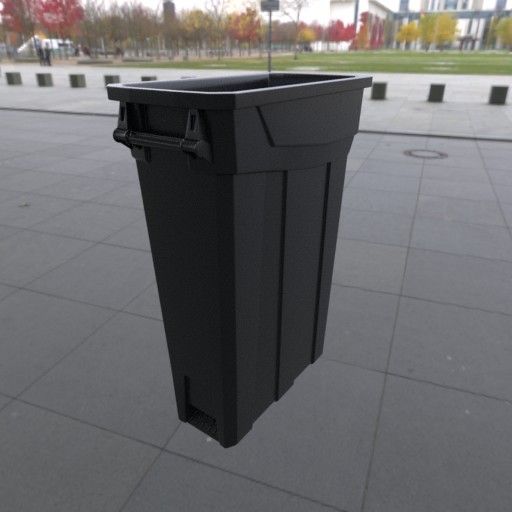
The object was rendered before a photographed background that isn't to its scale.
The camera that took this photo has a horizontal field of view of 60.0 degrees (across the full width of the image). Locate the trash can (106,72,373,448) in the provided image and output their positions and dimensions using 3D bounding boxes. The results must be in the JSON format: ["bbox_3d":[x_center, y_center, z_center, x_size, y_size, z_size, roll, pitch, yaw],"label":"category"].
[{"bbox_3d":[0.000,0.000,1.029,0.281,0.762,0.559,17,30,32],"label":"trash can"}]
